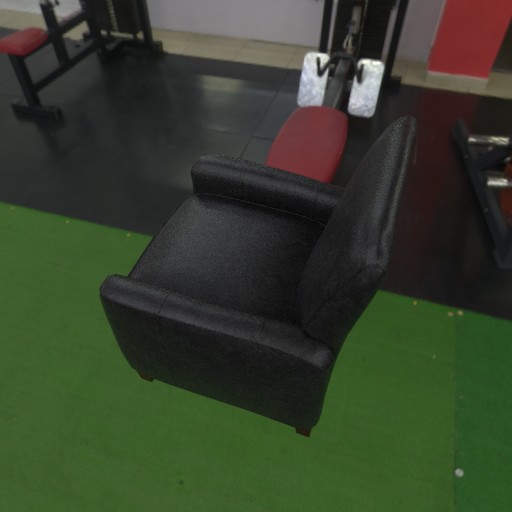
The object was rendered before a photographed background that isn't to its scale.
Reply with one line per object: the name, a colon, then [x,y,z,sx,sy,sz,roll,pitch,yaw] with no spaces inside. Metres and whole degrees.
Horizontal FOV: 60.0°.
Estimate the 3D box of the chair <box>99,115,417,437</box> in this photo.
chair: [0.000,0.000,1.620,0.864,1.014,0.848,15,49,13]
